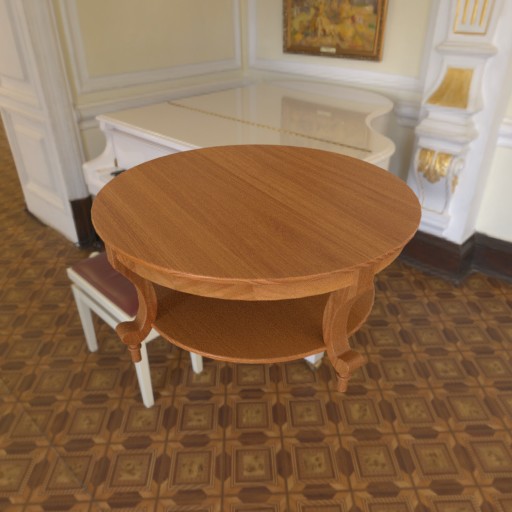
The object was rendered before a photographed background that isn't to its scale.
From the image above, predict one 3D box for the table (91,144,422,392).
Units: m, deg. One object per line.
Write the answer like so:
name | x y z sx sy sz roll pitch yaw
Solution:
table | 0.000 0.000 1.564 1.029 0.490 1.029 0 31 0
